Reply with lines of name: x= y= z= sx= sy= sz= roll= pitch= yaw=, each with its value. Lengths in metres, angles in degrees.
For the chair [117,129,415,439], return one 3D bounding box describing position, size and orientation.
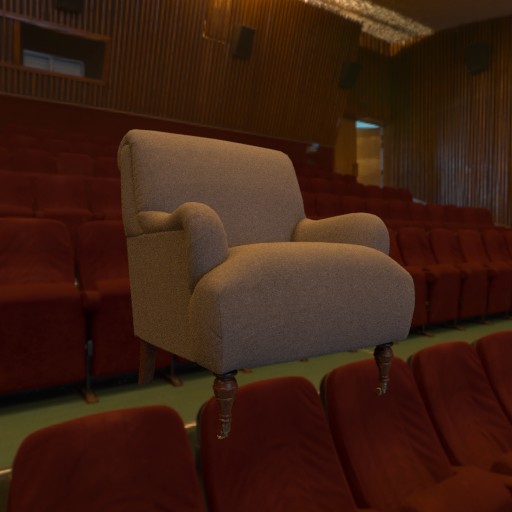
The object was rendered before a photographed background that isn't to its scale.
chair: x=0.000 y=0.000 z=1.565 sx=0.766 sy=0.942 sz=0.843 roll=-1 pitch=1 yaw=-34
